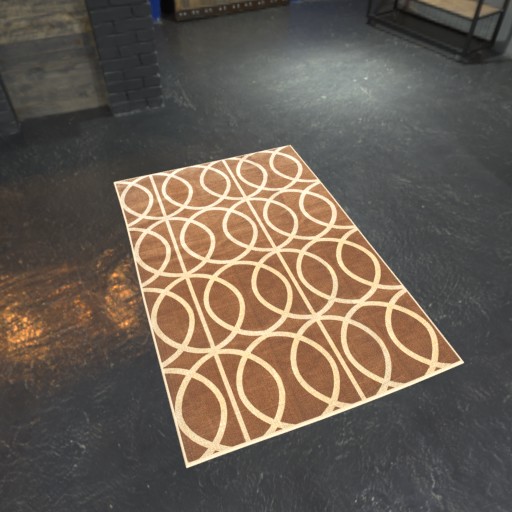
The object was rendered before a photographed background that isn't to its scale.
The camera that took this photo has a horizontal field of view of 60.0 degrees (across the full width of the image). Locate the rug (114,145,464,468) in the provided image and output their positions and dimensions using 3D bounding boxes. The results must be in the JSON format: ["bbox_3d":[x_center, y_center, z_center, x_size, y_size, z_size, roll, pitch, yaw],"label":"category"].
[{"bbox_3d":[0.000,0.000,2.919,1.528,0.014,2.294,-15,48,-14],"label":"rug"}]
